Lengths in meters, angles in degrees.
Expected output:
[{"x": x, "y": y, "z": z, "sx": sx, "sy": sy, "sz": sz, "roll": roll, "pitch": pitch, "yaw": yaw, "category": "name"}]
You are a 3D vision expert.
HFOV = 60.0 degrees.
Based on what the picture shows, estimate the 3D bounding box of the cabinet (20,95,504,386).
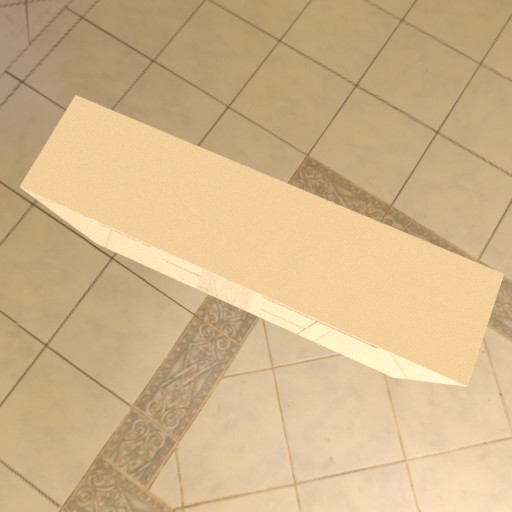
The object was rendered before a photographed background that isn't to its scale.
[{"x": 0.000, "y": 0.000, "z": 1.916, "sx": 1.650, "sy": 0.800, "sz": 0.400, "roll": 24, "pitch": 78, "yaw": 5, "category": "cabinet"}]
